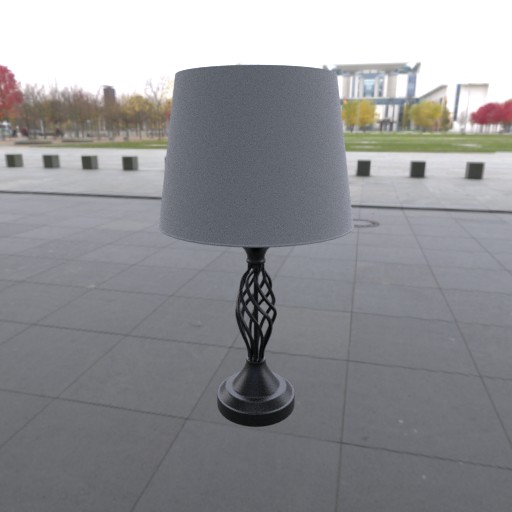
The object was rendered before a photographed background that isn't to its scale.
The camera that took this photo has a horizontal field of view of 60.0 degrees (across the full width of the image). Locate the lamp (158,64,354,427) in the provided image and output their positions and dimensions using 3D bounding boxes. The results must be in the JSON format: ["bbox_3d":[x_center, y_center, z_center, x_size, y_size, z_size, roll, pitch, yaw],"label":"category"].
[{"bbox_3d":[0.000,0.000,0.783,0.331,0.594,0.331,0,16,0],"label":"lamp"}]
